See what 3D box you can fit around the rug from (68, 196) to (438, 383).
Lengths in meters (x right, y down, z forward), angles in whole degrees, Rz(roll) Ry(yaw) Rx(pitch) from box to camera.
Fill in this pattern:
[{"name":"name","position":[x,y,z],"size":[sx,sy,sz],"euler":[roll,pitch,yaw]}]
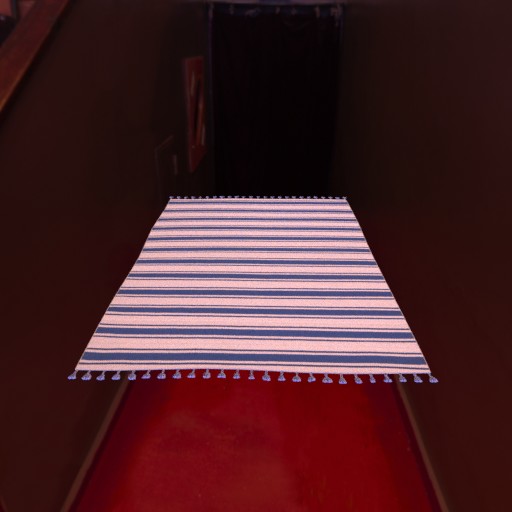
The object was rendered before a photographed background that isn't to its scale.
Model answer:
[{"name":"rug","position":[0.000,0.000,2.866],"size":[1.544,0.010,2.315],"euler":[0,27,1]}]
